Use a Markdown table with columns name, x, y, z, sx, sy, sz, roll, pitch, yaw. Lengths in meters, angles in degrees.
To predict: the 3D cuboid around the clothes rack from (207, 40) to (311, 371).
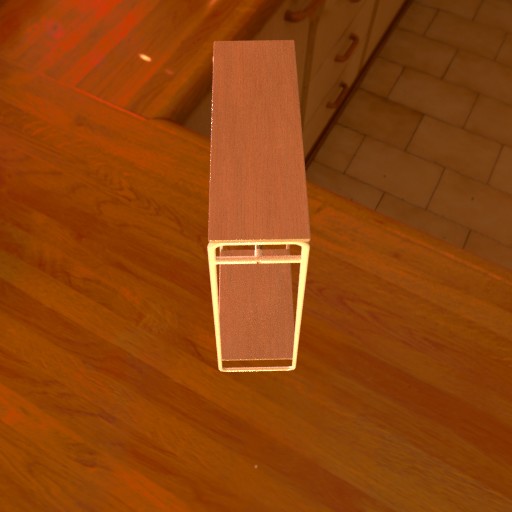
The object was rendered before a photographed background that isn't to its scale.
| name | x | y | z | sx | sy | sz | roll | pitch | yaw |
| --- | --- | --- | --- | --- | --- | --- | --- | --- | --- |
| clothes rack | 0.000 | 0.000 | 1.806 | 0.400 | 1.512 | 0.640 | -1 | 65 | -1 |
